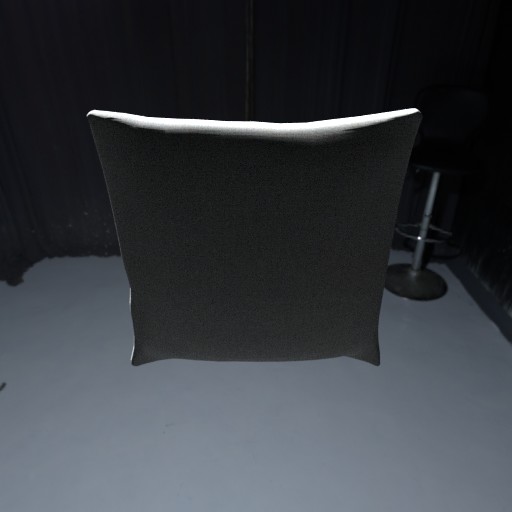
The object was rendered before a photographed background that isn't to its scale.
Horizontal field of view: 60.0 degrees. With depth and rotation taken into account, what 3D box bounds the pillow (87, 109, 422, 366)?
[{"bbox_3d":[0.000,0.000,0.773,0.496,0.491,0.219,-1,31,-1],"label":"pillow"}]
